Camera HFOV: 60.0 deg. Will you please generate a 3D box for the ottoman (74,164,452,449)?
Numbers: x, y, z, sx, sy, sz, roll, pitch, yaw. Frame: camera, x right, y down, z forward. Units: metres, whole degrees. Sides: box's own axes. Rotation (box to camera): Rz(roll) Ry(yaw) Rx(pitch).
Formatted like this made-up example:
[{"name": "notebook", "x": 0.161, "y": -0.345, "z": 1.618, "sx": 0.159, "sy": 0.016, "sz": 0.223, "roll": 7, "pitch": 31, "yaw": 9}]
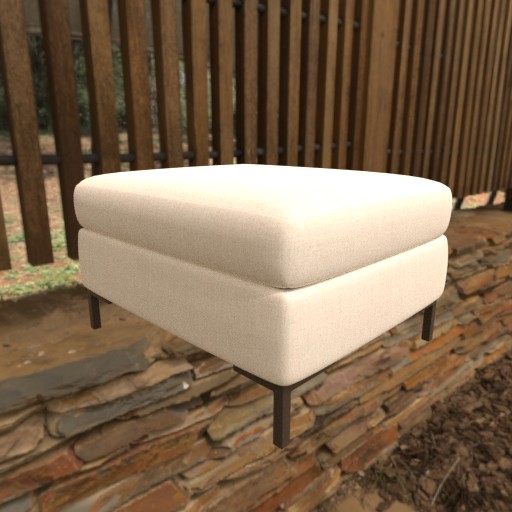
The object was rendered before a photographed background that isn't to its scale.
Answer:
[{"name": "ottoman", "x": 0.000, "y": 0.000, "z": 1.187, "sx": 0.794, "sy": 0.453, "sz": 0.657, "roll": 14, "pitch": 21, "yaw": 43}]
